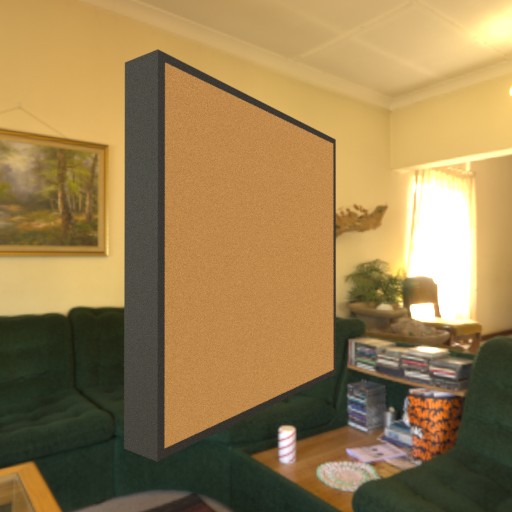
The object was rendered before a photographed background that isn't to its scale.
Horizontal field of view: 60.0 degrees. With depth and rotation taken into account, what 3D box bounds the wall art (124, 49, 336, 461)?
[{"bbox_3d":[0.000,0.000,0.462,0.038,0.304,0.304,0,0,35],"label":"wall art"}]
